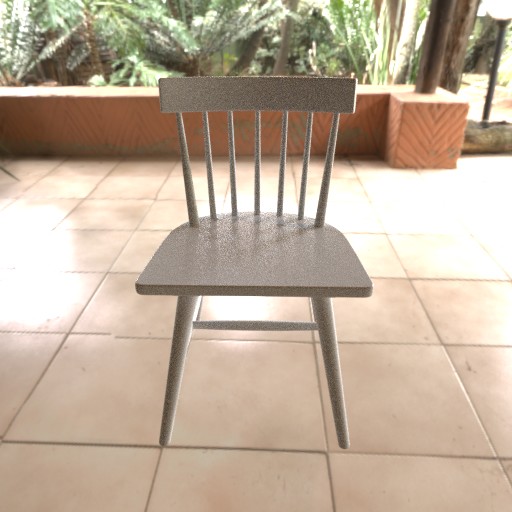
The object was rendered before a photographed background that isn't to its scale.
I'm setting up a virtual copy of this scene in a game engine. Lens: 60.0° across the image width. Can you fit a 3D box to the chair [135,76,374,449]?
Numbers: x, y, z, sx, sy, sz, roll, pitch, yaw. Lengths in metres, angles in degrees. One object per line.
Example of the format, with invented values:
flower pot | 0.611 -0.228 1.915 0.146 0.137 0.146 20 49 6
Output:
chair | 0.000 0.000 1.098 0.483 0.787 0.500 1 29 1
